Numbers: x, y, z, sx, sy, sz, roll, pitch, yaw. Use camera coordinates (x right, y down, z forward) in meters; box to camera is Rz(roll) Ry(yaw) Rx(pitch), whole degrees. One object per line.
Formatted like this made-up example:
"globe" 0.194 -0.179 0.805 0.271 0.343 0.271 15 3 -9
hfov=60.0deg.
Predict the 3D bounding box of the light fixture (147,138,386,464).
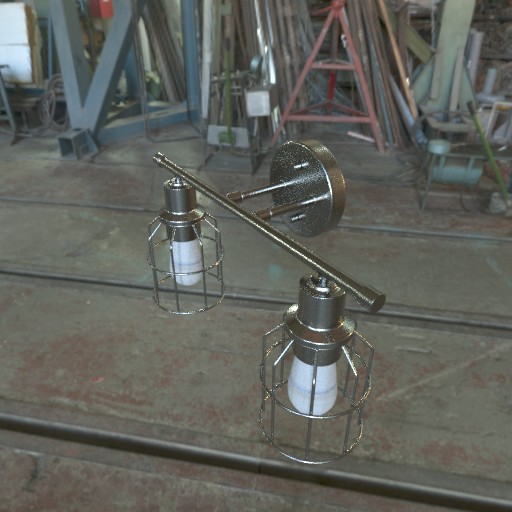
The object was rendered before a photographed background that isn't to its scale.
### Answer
"light fixture" 0.000 0.000 0.532 0.165 0.254 0.406 -20 37 -29
